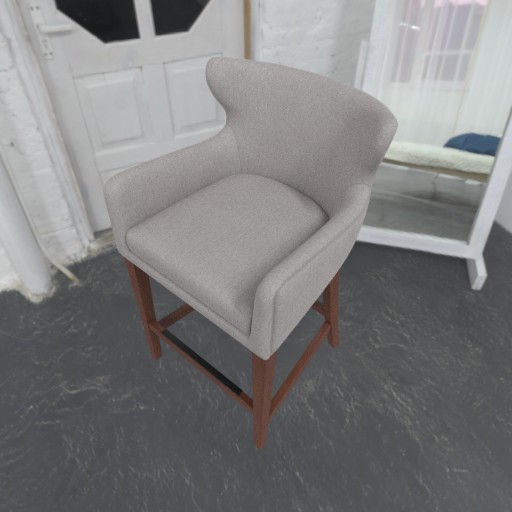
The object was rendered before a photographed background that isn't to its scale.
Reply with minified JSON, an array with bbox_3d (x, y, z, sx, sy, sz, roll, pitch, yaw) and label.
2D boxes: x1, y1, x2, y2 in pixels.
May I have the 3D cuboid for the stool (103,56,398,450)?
[{"bbox_3d":[0.000,0.000,1.326,0.575,0.951,0.575,31,52,28],"label":"stool"}]
